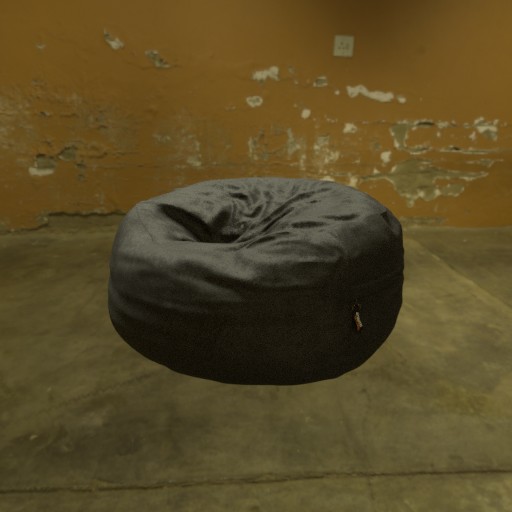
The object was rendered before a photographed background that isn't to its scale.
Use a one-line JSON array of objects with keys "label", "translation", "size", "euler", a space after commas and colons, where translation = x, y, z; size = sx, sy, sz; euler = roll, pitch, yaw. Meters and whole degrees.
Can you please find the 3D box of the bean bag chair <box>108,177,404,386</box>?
[{"label": "bean bag chair", "translation": [0.000, 0.000, 2.375], "size": [1.525, 0.751, 1.525], "euler": [0, 16, 0]}]
